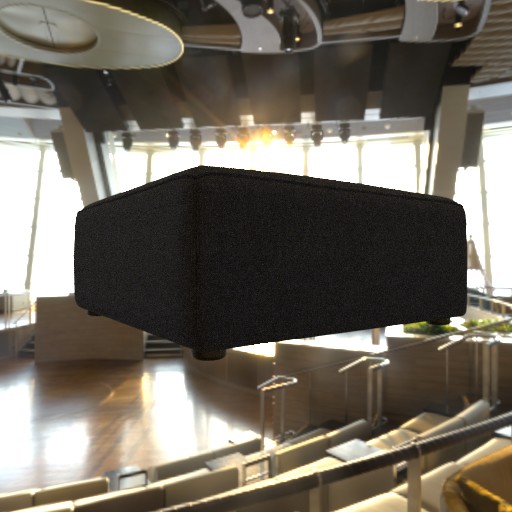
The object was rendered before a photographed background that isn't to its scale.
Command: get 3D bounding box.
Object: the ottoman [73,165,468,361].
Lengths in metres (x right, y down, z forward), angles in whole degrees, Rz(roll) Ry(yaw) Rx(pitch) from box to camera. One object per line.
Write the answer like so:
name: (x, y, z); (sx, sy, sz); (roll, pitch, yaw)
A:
ottoman: (0.000, 0.000, 1.538); (1.000, 0.439, 1.000); (0, 0, -35)
